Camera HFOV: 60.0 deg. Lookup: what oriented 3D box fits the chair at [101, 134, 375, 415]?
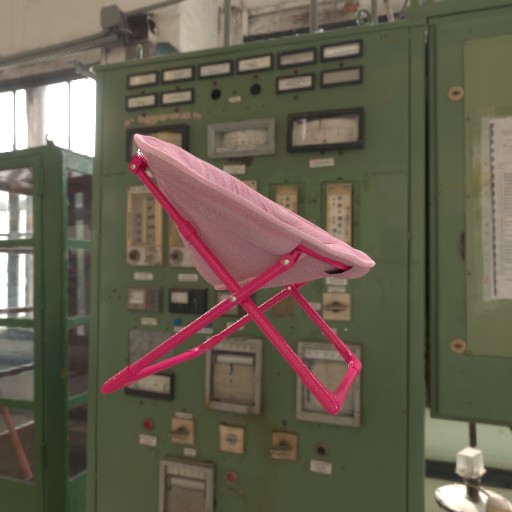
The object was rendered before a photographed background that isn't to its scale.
[{"bbox_3d":[0.000,0.000,0.886,0.459,0.494,0.522,0,-1,20],"label":"chair"}]
